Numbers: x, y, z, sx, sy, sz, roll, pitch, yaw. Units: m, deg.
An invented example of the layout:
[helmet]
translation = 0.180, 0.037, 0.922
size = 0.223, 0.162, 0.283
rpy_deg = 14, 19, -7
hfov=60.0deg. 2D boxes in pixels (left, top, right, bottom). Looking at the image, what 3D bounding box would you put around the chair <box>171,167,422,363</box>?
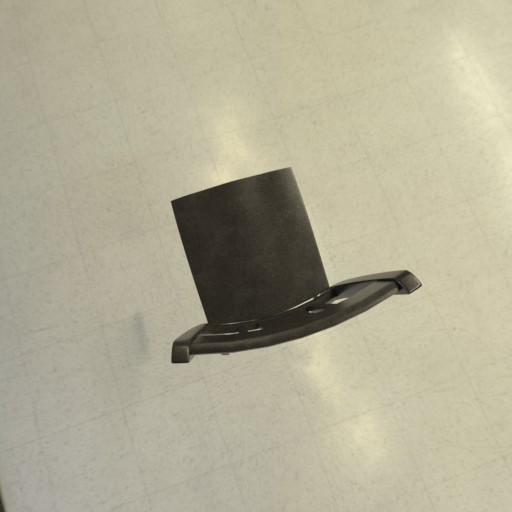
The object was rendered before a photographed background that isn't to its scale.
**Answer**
[chair]
translation = 0.000, 0.000, 1.294
size = 0.450, 0.998, 0.555
rpy_deg = -17, 77, -4
